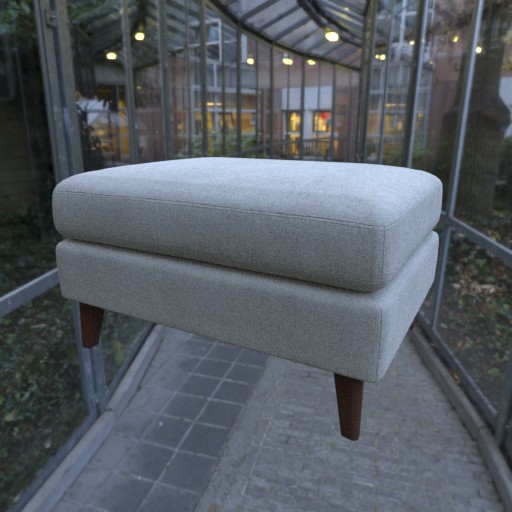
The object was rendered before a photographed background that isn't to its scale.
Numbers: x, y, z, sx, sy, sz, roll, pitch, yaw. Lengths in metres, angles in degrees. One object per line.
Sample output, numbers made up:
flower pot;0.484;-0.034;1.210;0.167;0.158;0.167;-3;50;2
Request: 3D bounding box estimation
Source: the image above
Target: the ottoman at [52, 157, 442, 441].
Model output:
ottoman;0.000;0.000;1.167;0.823;0.478;0.610;9;19;28
